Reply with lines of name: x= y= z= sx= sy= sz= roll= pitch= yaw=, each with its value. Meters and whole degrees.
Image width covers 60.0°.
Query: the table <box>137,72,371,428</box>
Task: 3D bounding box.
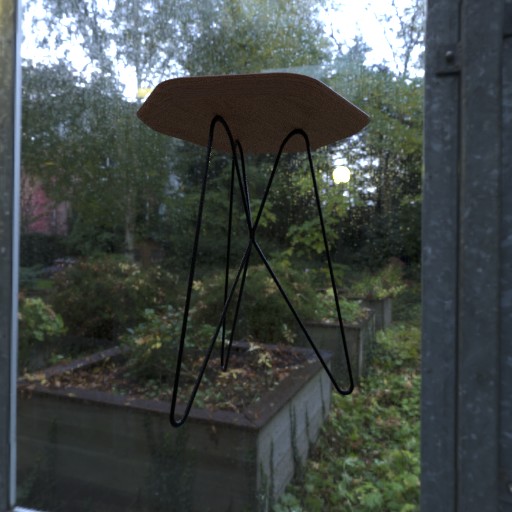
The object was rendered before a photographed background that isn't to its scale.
table: x=0.000 y=0.000 z=0.910 sx=0.400 sy=0.562 sz=0.500 roll=0 pitch=0 yaw=35
